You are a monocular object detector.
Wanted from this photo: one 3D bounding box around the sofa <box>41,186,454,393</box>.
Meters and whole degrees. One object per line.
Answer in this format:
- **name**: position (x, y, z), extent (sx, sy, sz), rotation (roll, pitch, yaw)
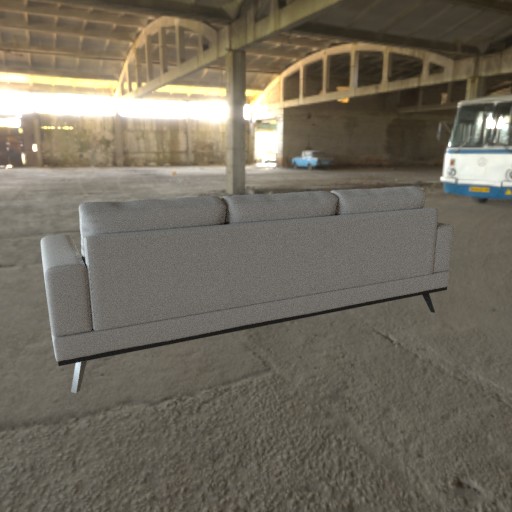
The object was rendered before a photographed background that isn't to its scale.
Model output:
- **sofa**: position (0.000, 0.000, 2.670), extent (2.310, 0.810, 0.920), rotation (-7, 15, -26)
